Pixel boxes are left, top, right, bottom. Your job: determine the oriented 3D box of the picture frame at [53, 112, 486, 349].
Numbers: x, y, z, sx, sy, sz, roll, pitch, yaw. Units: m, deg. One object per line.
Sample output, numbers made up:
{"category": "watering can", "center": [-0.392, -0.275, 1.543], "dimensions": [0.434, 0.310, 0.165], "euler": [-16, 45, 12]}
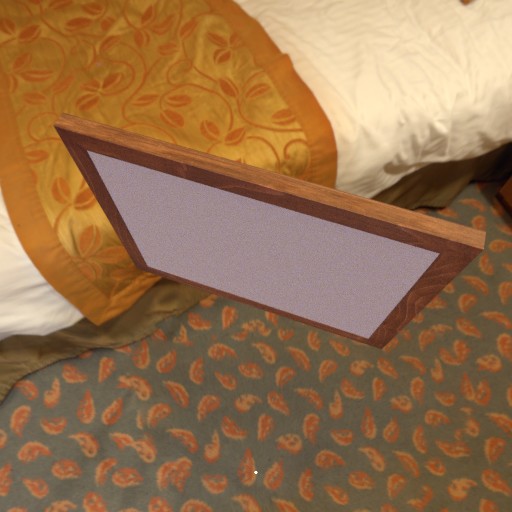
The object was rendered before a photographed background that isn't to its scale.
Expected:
{"category": "picture frame", "center": [0.000, 0.000, 0.757], "dimensions": [0.559, 0.457, 0.025], "euler": [17, 65, 8]}
